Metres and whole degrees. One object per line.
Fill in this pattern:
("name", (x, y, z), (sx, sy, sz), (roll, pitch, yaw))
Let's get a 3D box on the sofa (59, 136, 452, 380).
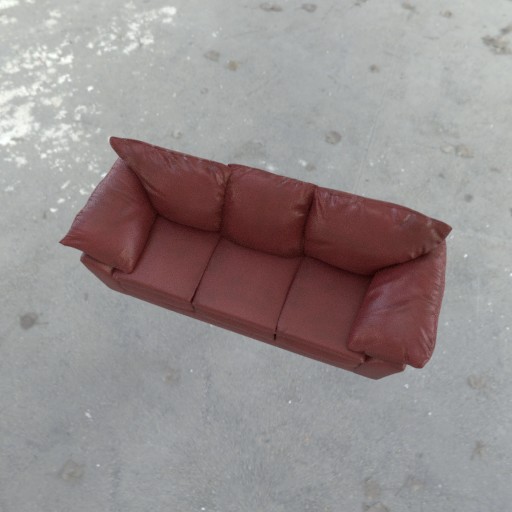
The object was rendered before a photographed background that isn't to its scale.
("sofa", (0.000, 0.000, 2.995), (2.390, 1.091, 0.907), (17, 61, 10))
